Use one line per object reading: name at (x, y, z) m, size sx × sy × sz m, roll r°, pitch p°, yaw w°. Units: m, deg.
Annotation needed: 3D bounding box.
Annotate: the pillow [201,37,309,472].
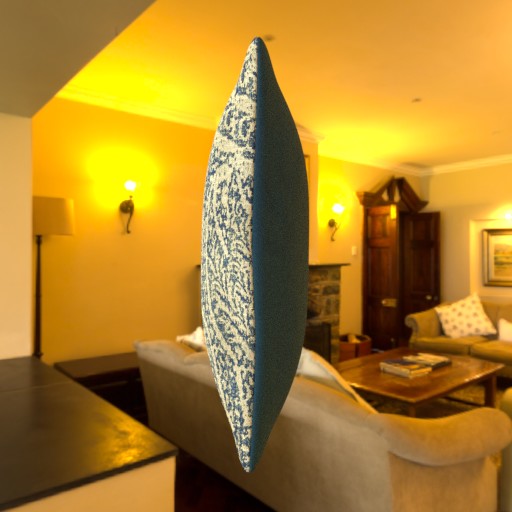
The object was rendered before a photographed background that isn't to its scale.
pillow at (0.000, 0.000, 0.775) m, size 0.166 × 0.510 × 0.523 m, roll 0°, pitch 0°, yaw 1°
